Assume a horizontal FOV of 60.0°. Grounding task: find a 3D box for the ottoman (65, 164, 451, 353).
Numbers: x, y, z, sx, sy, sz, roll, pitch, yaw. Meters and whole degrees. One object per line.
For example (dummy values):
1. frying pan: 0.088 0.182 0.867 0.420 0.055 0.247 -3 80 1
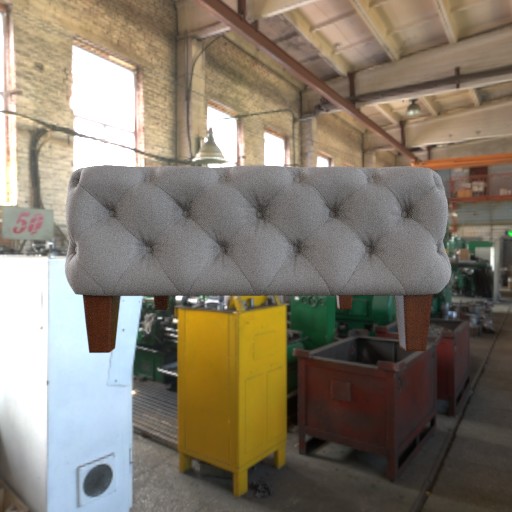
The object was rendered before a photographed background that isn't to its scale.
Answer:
1. ottoman: 0.000 0.000 1.187 0.758 0.365 0.764 0 1 -1
